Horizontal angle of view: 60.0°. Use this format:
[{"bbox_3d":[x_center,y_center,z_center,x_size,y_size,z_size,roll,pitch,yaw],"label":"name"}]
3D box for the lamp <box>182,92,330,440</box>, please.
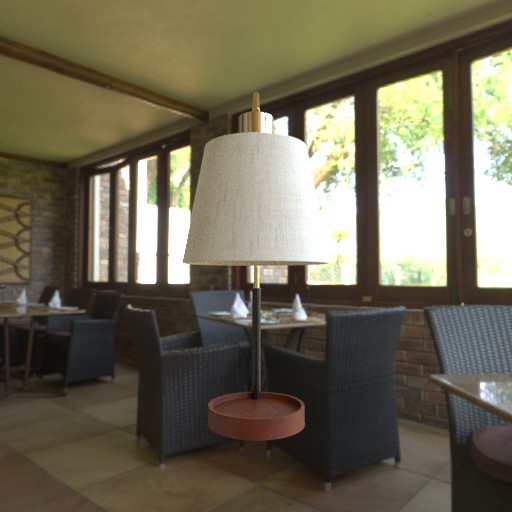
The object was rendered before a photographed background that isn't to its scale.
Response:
[{"bbox_3d":[0.000,0.000,0.673,0.211,0.536,0.273,0,-3,0],"label":"lamp"}]
